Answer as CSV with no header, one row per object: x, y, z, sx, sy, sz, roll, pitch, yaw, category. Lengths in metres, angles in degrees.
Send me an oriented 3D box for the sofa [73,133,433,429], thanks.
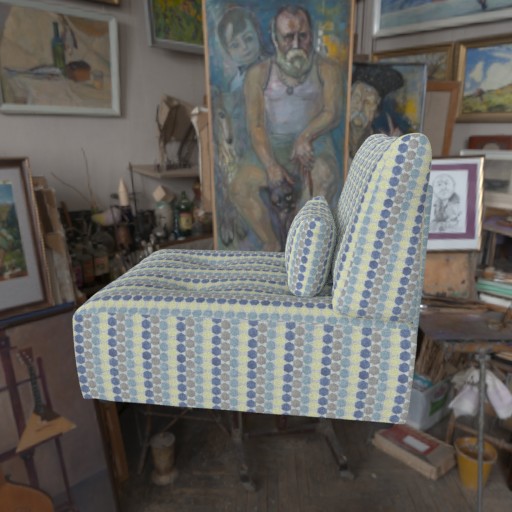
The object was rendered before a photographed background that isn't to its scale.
0.000,0.000,1.535,1.000,0.820,0.700,2,16,7,sofa
